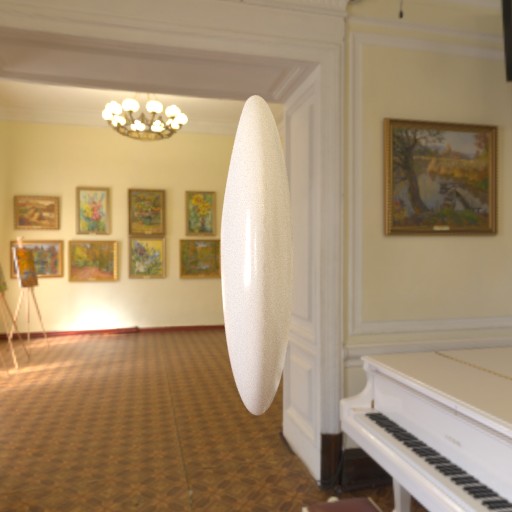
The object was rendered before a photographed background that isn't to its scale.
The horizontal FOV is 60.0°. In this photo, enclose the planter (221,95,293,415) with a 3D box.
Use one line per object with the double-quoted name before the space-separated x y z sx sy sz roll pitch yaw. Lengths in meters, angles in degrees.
"planter" 0.000 0.000 0.277 0.043 0.188 0.185 0 0 -1
